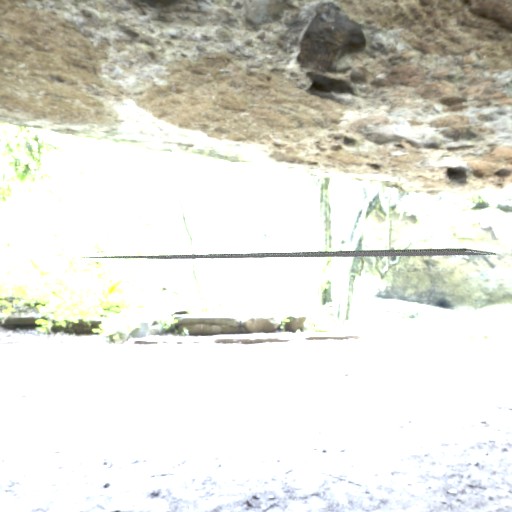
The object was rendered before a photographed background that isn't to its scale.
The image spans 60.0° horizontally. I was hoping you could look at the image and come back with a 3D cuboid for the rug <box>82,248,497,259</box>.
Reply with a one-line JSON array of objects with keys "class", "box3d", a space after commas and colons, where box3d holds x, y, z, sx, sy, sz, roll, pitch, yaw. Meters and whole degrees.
[{"class": "rug", "box3d": [0.000, 0.000, 1.969, 1.824, 0.009, 0.562, -1, -2, 36]}]
